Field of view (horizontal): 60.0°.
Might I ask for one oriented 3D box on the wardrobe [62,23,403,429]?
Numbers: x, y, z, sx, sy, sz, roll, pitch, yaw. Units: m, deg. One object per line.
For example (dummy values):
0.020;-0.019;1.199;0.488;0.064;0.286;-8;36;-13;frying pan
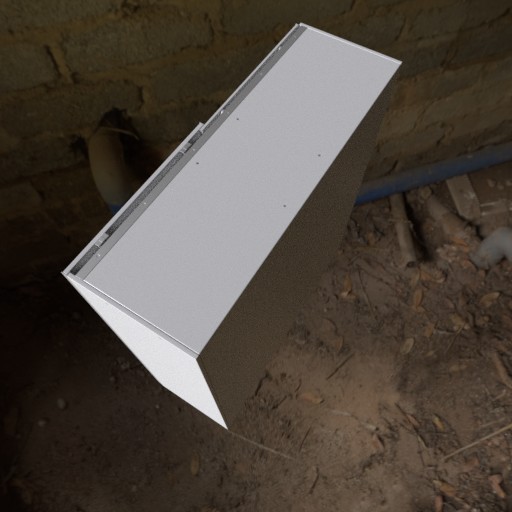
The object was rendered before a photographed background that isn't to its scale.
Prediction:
0.000;0.000;2.814;0.629;1.960;1.780;29;66;14;wardrobe
